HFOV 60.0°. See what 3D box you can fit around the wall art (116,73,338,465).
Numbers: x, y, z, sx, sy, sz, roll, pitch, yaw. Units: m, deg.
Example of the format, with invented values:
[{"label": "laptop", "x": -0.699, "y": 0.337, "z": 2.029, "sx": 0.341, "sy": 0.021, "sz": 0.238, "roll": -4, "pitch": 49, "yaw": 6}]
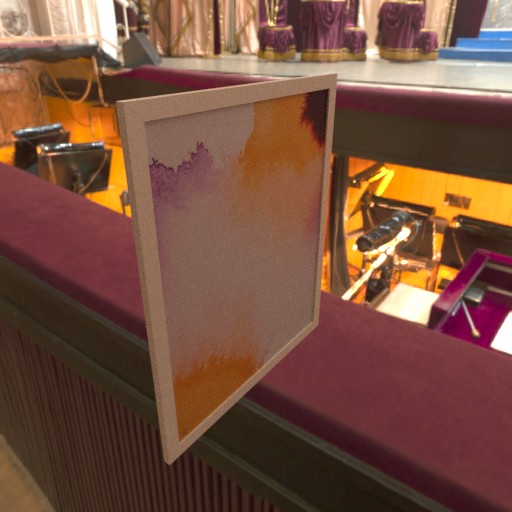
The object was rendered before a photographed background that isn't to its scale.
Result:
[{"label": "wall art", "x": 0.000, "y": 0.000, "z": 0.765, "sx": 0.012, "sy": 0.557, "sz": 0.482, "roll": 18, "pitch": 32, "yaw": 32}]
